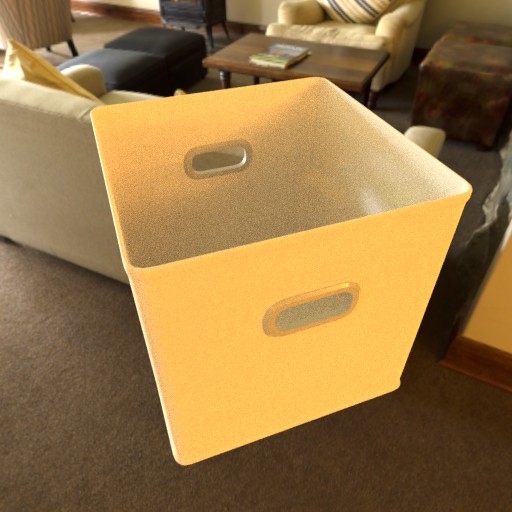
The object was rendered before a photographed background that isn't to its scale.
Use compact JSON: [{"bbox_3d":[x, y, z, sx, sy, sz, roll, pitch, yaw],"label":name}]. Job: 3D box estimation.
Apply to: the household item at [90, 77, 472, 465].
[{"bbox_3d":[0.000,0.000,0.550,0.305,0.305,0.305,-14,43,-15],"label":"household item"}]
